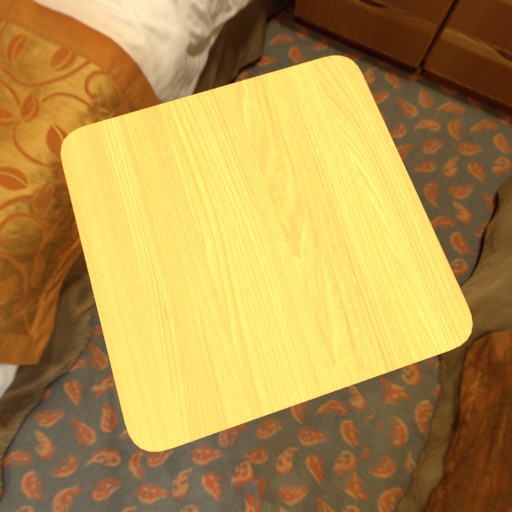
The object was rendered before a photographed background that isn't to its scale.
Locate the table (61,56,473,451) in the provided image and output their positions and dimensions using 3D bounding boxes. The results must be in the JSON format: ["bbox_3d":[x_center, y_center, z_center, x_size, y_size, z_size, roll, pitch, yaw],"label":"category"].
[{"bbox_3d":[0.000,0.000,1.203,0.750,0.450,0.750,-18,76,-5],"label":"table"}]
